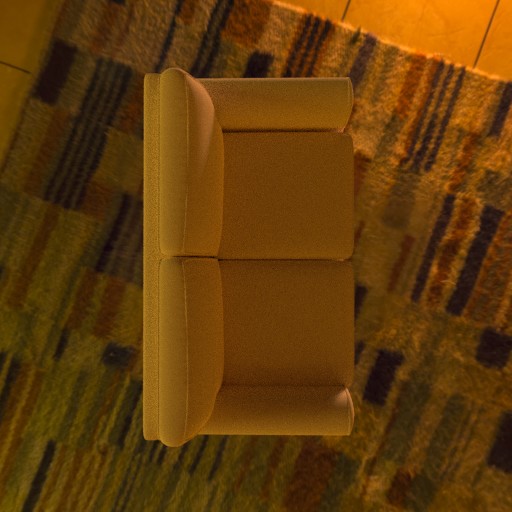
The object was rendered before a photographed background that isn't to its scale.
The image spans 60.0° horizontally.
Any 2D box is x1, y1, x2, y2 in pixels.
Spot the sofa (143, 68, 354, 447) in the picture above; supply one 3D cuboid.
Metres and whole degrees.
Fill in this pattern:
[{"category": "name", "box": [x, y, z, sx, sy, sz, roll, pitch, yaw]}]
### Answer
[{"category": "sofa", "box": [0.000, 0.000, 2.282, 0.991, 0.940, 1.727, 0, 89, 1]}]
